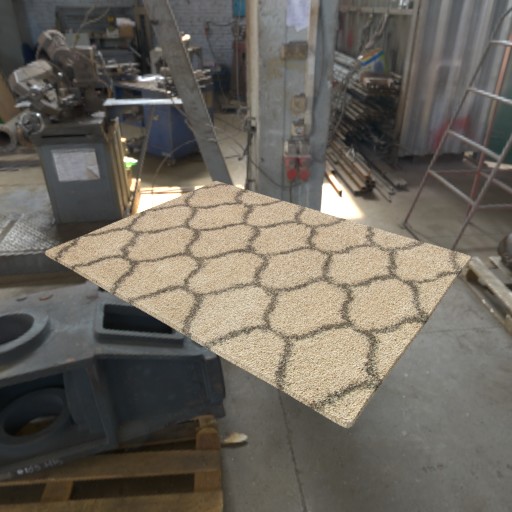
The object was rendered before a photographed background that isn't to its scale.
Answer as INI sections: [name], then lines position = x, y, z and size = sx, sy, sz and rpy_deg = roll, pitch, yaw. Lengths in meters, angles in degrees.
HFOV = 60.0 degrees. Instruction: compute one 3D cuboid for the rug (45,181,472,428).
[rug]
position = 0.000, 0.000, 2.065
size = 1.600, 0.025, 1.200
rpy_deg = 21, 36, 32
